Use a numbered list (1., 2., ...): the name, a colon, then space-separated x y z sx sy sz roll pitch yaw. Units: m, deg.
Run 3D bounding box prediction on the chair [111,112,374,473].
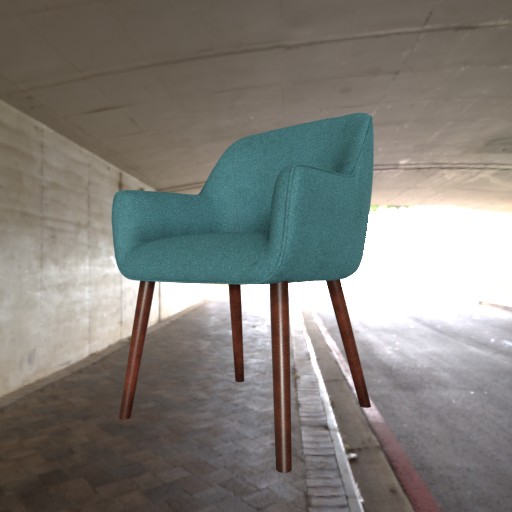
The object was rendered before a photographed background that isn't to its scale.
1. chair: 0.000 0.000 1.155 0.543 0.803 0.519 -1 -1 36
